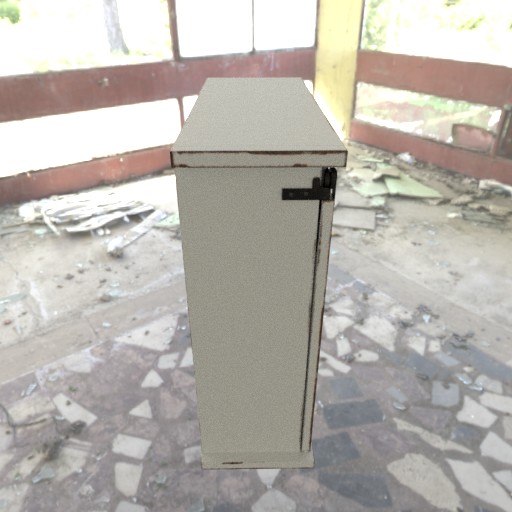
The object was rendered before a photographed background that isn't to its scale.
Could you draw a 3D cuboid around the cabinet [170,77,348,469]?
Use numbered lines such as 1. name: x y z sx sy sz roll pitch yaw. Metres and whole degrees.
1. cabinet: 0.000 0.000 0.906 0.210 0.603 0.541 0 30 -1
